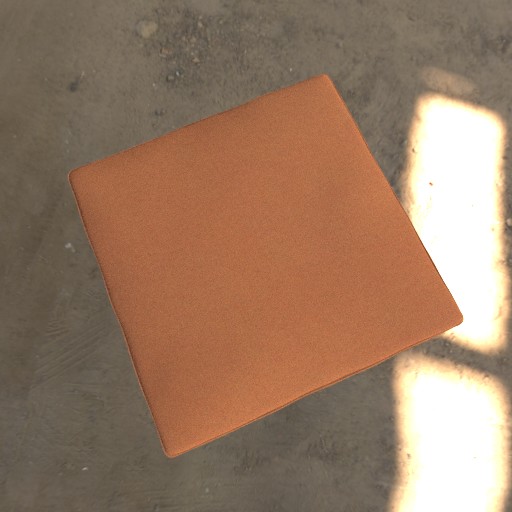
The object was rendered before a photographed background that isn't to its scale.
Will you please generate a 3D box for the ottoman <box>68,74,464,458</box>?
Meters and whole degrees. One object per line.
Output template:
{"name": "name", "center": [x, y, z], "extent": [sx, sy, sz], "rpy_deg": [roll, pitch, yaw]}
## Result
{"name": "ottoman", "center": [0.000, 0.000, 1.586], "extent": [0.997, 0.438, 0.999], "rpy_deg": [-23, 76, -6]}
